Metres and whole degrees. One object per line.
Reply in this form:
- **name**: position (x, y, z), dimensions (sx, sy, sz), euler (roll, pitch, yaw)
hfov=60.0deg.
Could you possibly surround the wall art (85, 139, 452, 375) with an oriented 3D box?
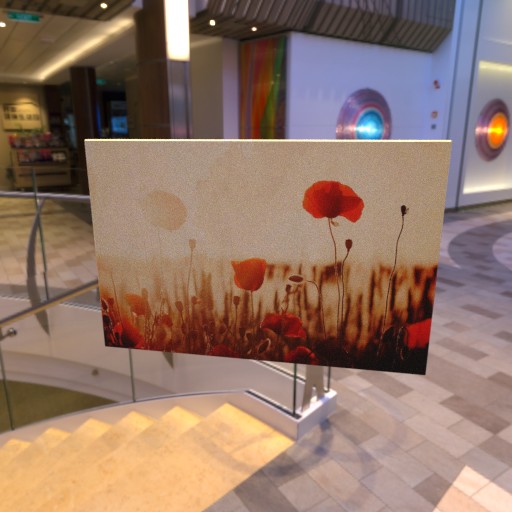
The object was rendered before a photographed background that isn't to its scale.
- **wall art**: position (0.000, 0.000, 1.187), dimensions (0.918, 0.602, 0.038), euler (3, 16, 10)
